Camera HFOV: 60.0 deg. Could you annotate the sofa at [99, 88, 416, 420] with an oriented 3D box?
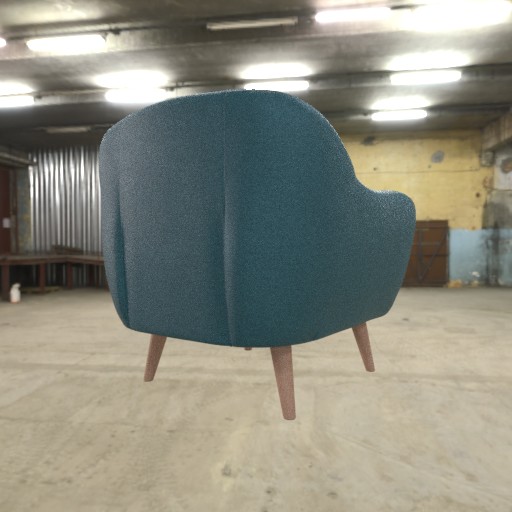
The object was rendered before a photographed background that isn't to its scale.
[{"bbox_3d":[0.000,0.000,1.475,0.836,0.817,0.825,1,1,36],"label":"sofa"}]
